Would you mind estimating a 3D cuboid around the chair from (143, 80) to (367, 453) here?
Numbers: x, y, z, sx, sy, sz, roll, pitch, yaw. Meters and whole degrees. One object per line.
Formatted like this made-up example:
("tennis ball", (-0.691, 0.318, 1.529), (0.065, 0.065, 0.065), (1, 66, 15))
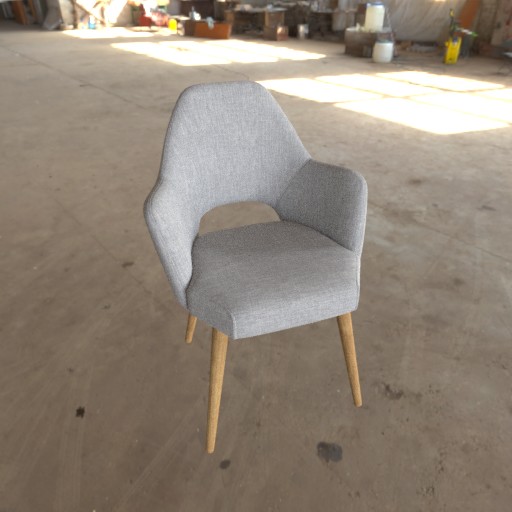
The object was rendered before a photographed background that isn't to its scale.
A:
("chair", (0.000, 0.000, 1.265), (0.590, 0.840, 0.610), (-11, 34, -16))
